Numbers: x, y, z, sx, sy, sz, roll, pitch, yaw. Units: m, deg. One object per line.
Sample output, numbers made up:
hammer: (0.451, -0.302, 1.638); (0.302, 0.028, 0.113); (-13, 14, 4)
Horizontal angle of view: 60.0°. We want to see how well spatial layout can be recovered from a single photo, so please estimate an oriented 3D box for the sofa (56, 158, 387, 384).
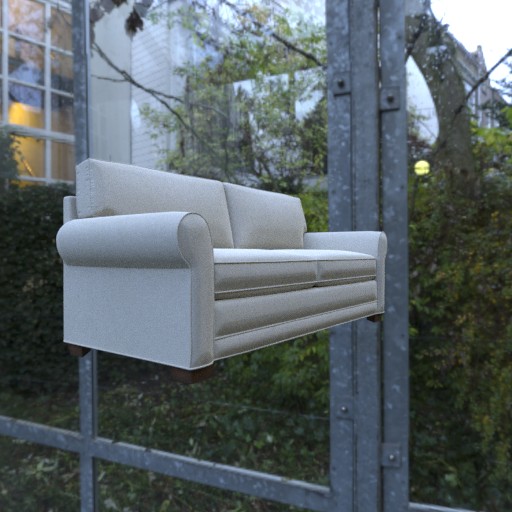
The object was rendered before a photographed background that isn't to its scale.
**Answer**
sofa: (0.000, 0.000, 2.712); (0.901, 0.962, 2.146); (0, 1, 36)
